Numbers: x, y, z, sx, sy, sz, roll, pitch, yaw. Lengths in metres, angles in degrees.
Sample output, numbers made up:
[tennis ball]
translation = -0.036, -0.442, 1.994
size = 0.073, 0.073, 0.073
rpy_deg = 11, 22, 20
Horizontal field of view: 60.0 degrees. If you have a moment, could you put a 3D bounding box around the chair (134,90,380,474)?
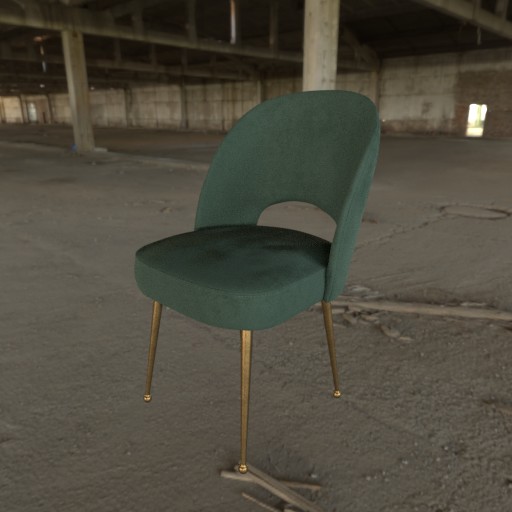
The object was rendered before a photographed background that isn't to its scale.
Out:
[chair]
translation = 0.000, 0.000, 1.200
size = 0.527, 0.860, 0.577
rpy_deg = 16, 24, 41
